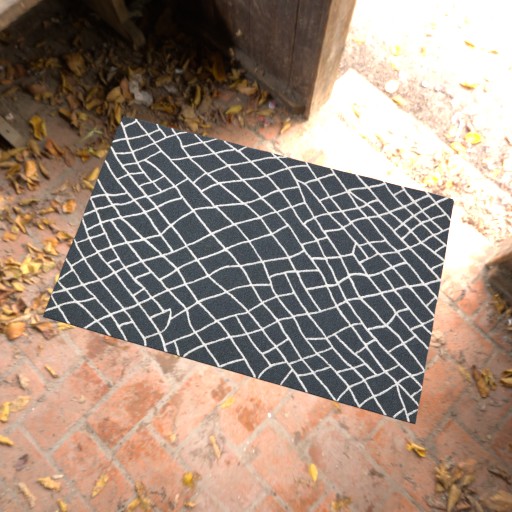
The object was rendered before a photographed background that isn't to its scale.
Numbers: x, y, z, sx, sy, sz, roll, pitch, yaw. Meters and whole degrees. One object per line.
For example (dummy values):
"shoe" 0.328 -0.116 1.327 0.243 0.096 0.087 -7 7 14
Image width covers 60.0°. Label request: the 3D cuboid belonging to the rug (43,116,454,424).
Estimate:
"rug" 0.000 0.000 2.976 2.448 0.017 1.529 15 76 4
